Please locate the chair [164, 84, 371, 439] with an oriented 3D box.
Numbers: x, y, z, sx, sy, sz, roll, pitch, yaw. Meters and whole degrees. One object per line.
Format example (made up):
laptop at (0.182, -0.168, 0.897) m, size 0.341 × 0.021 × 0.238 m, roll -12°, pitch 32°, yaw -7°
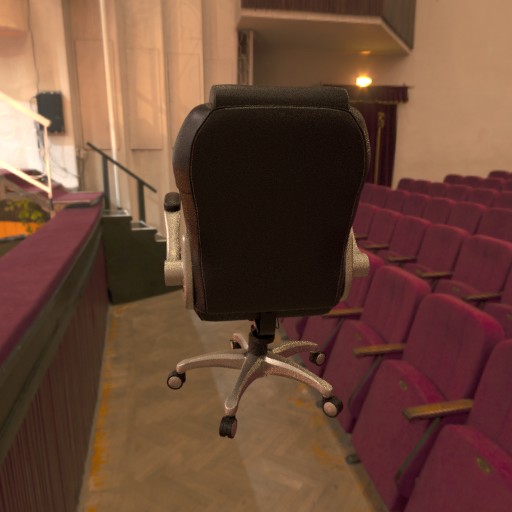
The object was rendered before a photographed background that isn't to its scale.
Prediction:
chair at (0.000, 0.000, 1.693) m, size 0.724 × 1.141 × 0.801 m, roll -2°, pitch 14°, yaw -9°
